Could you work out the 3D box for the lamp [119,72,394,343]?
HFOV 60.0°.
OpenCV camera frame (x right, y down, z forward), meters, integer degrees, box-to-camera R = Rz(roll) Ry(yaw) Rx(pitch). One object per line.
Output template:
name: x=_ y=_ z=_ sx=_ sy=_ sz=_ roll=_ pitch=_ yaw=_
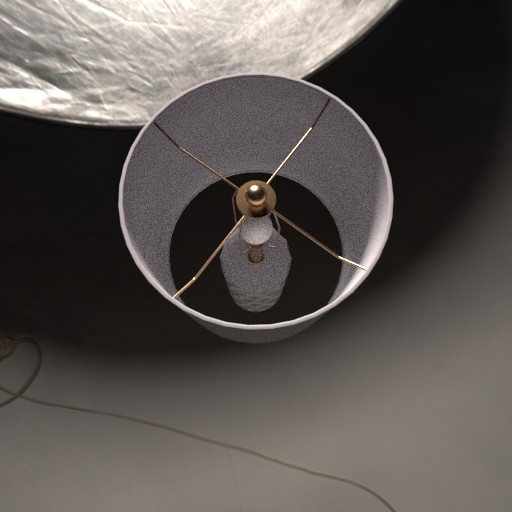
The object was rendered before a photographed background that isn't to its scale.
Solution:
lamp: x=0.000 y=0.000 z=0.706 sx=0.277 sy=0.537 sz=0.277 roll=-15 pitch=76 yaw=-4
